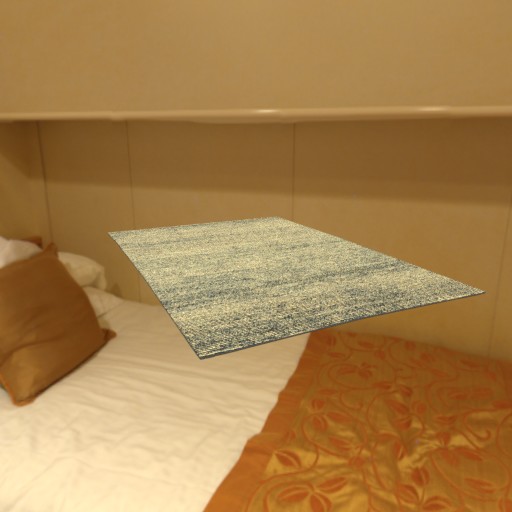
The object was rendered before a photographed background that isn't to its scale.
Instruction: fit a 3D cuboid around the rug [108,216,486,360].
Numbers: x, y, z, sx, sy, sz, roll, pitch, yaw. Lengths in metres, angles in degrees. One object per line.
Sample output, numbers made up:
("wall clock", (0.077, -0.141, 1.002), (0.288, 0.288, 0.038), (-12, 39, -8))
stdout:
("rug", (0.000, 0.000, 3.046), (1.624, 0.030, 2.349), (-8, 18, -25))
